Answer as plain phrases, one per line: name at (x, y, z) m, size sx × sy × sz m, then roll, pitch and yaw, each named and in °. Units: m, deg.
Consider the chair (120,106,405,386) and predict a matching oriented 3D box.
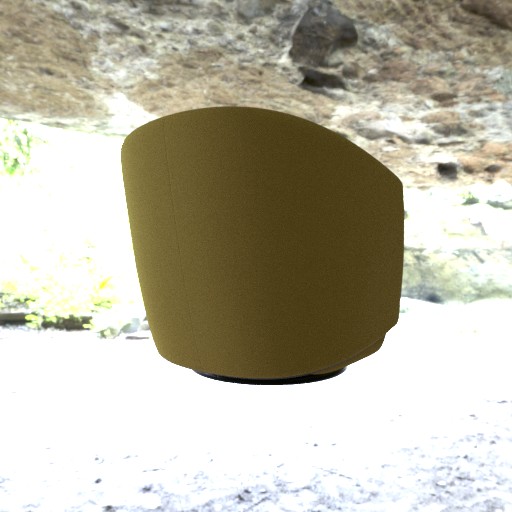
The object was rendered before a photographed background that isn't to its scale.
chair at (0.000, 0.000, 1.375) m, size 0.773 × 0.698 × 0.767 m, roll 0°, pitch -1°, yaw 35°
